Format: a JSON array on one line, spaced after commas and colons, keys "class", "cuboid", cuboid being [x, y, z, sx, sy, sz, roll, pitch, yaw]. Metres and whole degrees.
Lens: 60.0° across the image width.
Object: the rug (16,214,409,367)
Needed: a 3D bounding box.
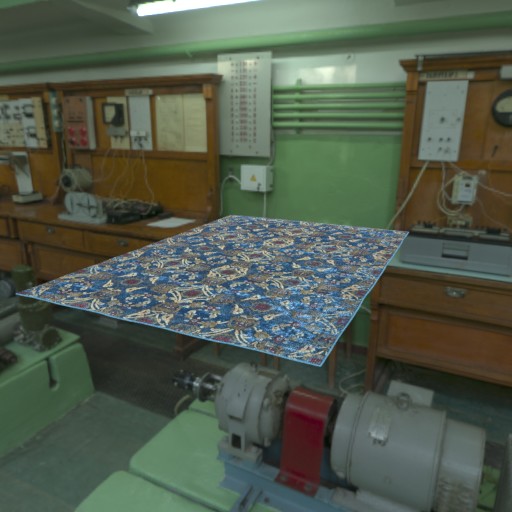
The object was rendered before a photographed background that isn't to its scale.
[{"class": "rug", "cuboid": [0.000, 0.000, 4.187, 2.337, 0.013, 3.291, 8, 18, 25]}]
